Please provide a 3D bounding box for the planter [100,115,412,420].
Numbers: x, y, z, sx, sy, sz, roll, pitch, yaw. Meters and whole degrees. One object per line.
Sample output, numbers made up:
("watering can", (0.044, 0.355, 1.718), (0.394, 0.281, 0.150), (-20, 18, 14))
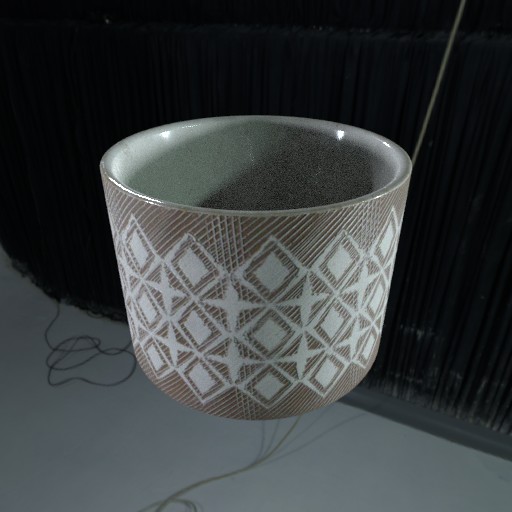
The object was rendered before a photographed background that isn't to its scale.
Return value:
("planter", (0.000, 0.000, 0.214), (0.126, 0.104, 0.126), (0, 31, 0))
